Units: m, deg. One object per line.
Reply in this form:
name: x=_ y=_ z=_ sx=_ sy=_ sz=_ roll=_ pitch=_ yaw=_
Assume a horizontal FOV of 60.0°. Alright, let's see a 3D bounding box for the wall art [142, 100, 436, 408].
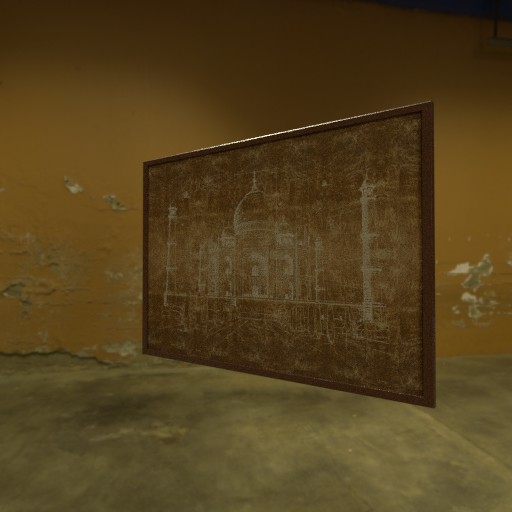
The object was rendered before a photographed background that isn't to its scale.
wall art: x=0.000 y=0.000 z=0.856 sx=0.660 sy=0.455 sz=0.014 roll=-1 pitch=-1 yaw=37
